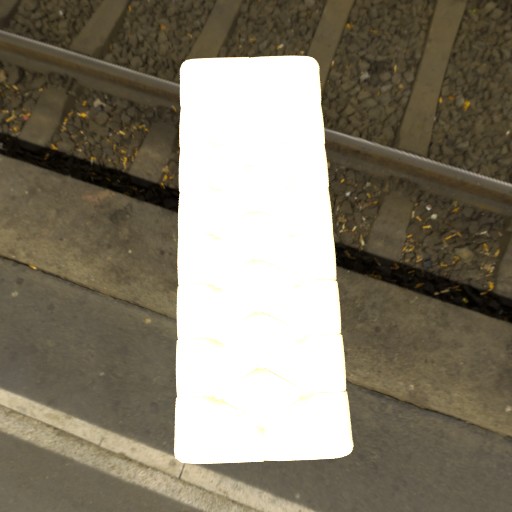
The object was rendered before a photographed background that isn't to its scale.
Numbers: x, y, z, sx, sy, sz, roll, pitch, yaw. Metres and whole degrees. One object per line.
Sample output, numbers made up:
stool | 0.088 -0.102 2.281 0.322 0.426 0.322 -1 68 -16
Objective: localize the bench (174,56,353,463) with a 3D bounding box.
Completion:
bench | 0.000 0.000 1.310 0.400 0.470 1.054 -2 74 -1
